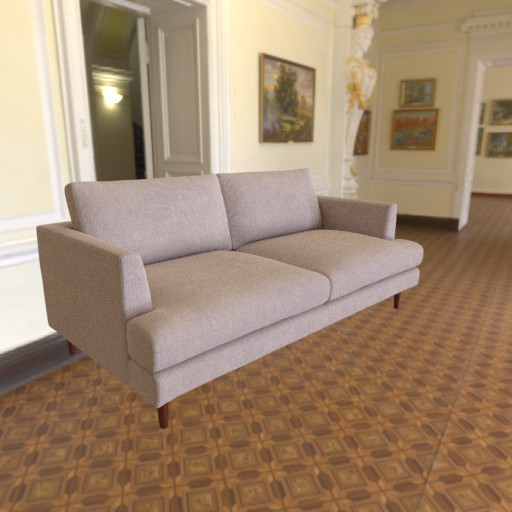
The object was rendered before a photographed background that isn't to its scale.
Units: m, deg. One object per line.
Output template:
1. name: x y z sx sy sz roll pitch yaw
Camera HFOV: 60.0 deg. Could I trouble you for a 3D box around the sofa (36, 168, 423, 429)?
1. sofa: 0.000 0.000 2.442 1.948 0.868 1.020 -14 20 -43
